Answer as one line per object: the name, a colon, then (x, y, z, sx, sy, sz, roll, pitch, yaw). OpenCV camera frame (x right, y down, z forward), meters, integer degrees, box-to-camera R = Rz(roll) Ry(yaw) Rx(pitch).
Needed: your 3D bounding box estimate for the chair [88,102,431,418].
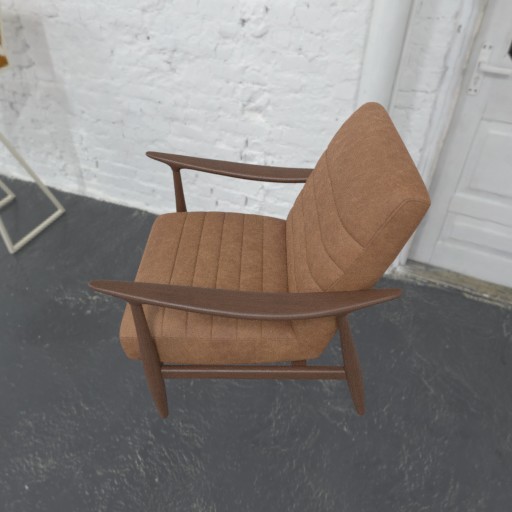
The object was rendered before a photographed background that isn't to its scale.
chair: (0.000, 0.000, 1.436, 0.798, 0.832, 0.741, 1, 41, 1)
